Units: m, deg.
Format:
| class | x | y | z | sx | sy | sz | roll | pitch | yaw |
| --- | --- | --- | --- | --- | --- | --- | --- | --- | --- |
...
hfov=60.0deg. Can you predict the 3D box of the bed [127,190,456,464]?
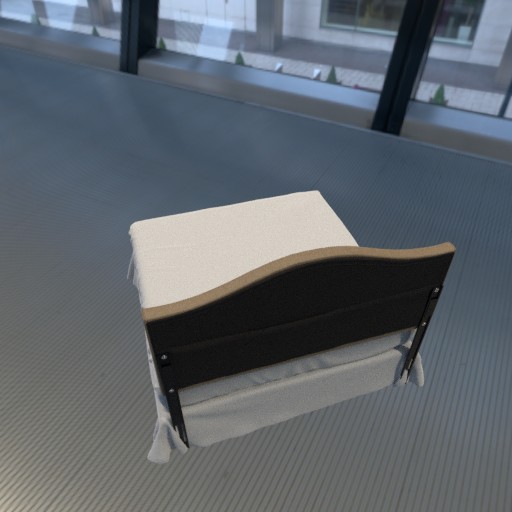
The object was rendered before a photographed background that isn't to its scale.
| class | x | y | z | sx | sy | sz | roll | pitch | yaw |
| --- | --- | --- | --- | --- | --- | --- | --- | --- | --- |
| bed | 0.000 | 0.000 | 3.730 | 2.311 | 1.651 | 2.222 | -12 | 42 | -13 |
